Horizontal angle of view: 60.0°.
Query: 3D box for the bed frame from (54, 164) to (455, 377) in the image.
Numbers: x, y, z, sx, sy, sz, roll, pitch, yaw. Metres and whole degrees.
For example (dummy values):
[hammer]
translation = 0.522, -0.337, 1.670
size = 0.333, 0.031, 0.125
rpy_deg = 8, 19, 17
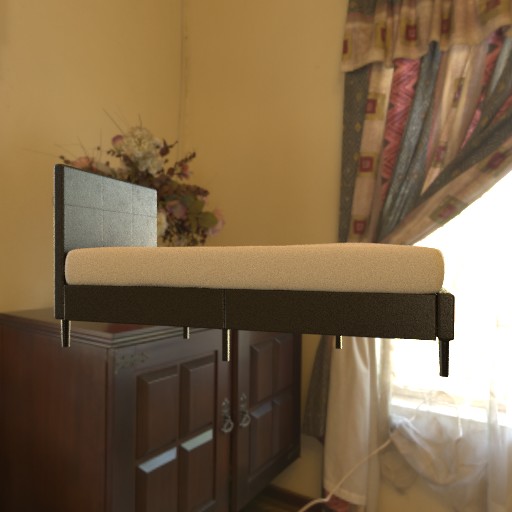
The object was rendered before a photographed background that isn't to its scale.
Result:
[bed frame]
translation = 0.000, 0.000, 2.534
size = 2.152, 1.046, 1.038
rpy_deg = 0, 0, 18
